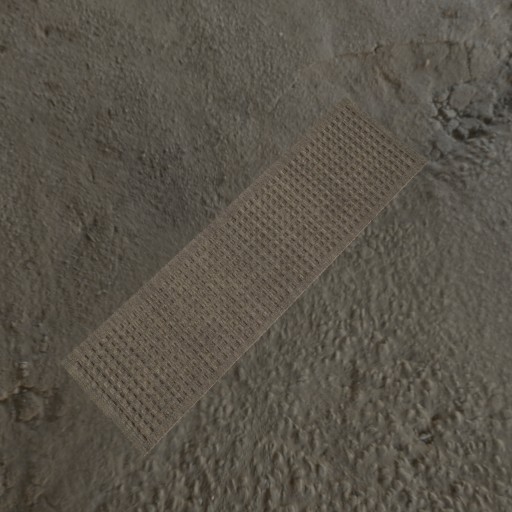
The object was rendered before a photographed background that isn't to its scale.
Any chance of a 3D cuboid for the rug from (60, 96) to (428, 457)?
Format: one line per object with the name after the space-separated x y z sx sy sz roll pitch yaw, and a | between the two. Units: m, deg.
0.000 0.000 2.669 0.706 0.009 2.443 43 78 11 | rug
